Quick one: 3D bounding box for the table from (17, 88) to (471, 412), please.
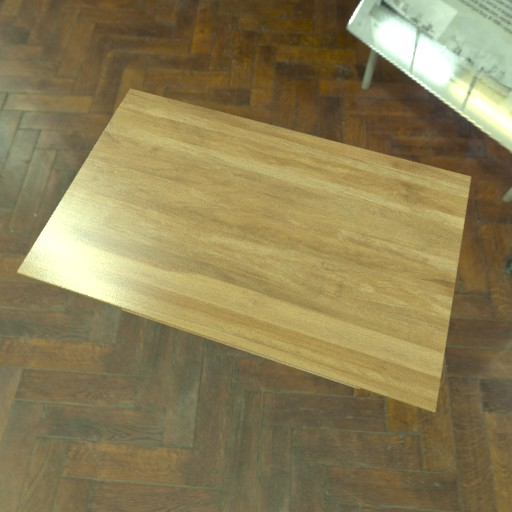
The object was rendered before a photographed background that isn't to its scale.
[{"bbox_3d":[0.000,0.000,1.432,1.100,0.441,0.692,17,66,8],"label":"table"}]
